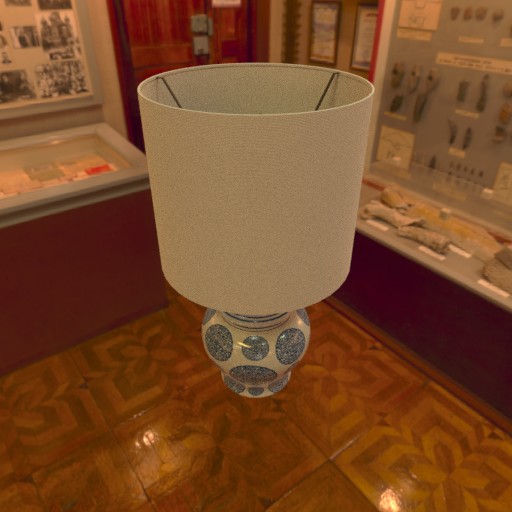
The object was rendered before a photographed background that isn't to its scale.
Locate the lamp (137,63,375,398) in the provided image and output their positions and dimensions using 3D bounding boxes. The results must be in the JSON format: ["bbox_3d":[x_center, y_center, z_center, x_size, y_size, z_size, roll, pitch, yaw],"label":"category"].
[{"bbox_3d":[0.000,0.000,0.514,0.215,0.381,0.215,-21,38,-29],"label":"lamp"}]
